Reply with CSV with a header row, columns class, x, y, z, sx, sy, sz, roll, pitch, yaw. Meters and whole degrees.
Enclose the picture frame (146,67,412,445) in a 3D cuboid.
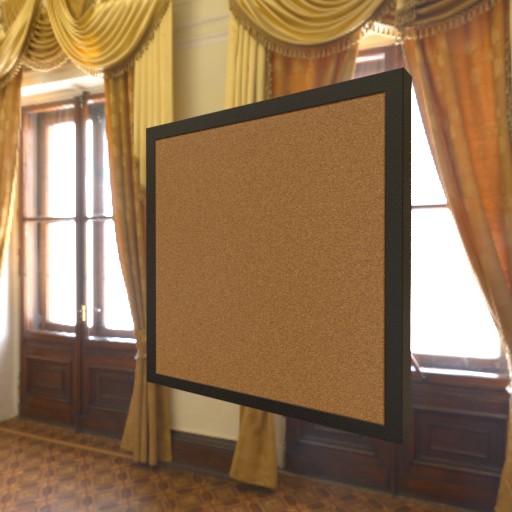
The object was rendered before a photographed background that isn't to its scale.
class,x,y,z,sx,sy,sz,roll,pitch,yaw
picture frame,0.000,0.000,0.527,0.355,0.353,0.029,0,1,35
